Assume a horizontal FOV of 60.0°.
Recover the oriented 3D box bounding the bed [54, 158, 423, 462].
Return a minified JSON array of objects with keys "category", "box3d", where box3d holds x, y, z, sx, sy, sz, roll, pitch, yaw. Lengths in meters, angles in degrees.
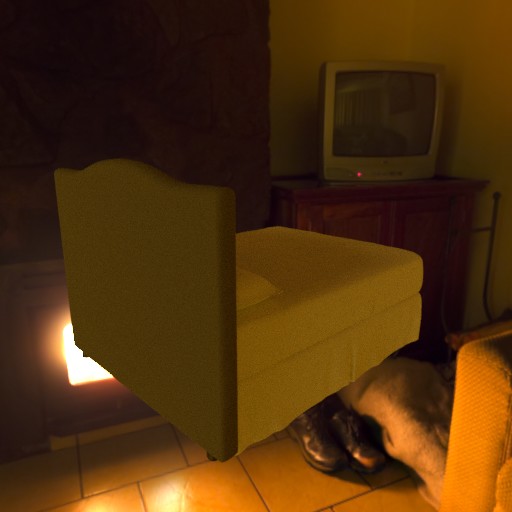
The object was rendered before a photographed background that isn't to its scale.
[{"category":"bed","box3d":[0.000,0.000,3.093,2.036,1.387,1.666,-14,20,-42]}]
